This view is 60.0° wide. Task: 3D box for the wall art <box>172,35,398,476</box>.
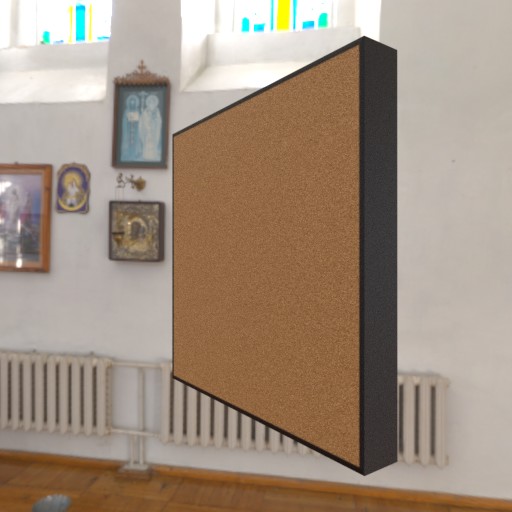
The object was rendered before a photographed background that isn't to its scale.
[{"bbox_3d":[0.000,0.000,0.438,0.037,0.303,0.304,0,0,-36],"label":"wall art"}]
